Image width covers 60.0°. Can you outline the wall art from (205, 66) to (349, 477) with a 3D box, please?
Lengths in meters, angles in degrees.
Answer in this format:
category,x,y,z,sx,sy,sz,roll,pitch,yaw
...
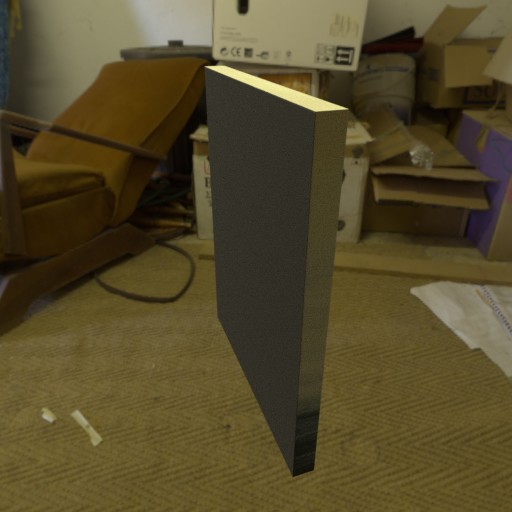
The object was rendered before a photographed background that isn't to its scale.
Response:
category,x,y,z,sx,sy,sz,roll,pitch,yaw
wall art,0.000,0.000,0.824,0.040,0.608,0.489,-10,30,-17
